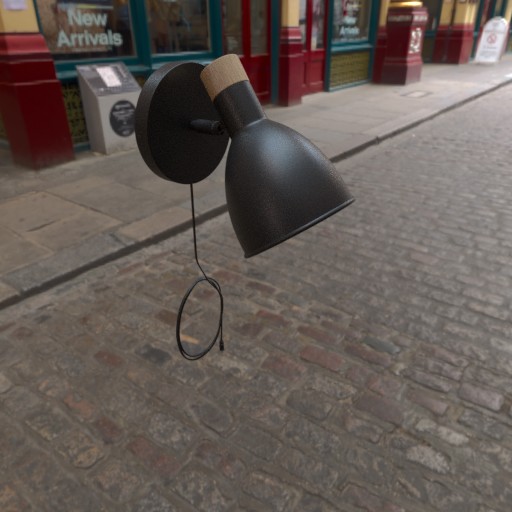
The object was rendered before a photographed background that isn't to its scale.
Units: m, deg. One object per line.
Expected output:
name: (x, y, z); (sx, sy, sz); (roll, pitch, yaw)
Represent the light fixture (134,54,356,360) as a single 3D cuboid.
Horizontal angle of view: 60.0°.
light fixture: (0.000, 0.000, 0.485); (0.203, 0.401, 0.127); (19, 33, 32)
